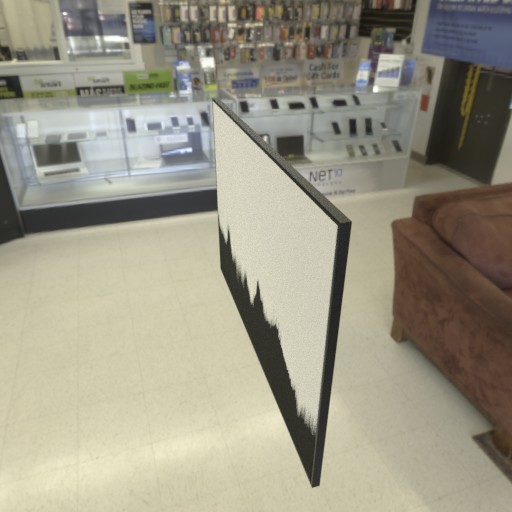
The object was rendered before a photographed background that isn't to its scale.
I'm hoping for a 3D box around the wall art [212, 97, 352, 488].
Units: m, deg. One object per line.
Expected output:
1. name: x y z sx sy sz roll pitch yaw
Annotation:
1. wall art: 0.000 0.000 1.222 0.019 0.660 0.957 -8 32 -14
